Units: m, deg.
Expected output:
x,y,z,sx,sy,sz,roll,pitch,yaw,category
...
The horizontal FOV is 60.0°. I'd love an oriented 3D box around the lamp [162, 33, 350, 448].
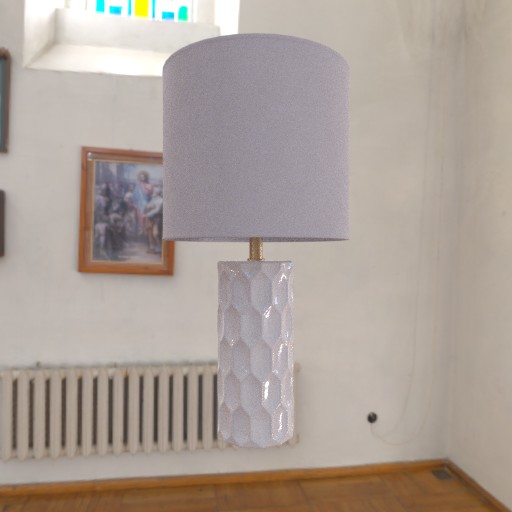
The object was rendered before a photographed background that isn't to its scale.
x,y,z,sx,sy,sz,roll,pitch,yaw,category
0.000,0.000,0.671,0.277,0.537,0.277,0,1,36,lamp
